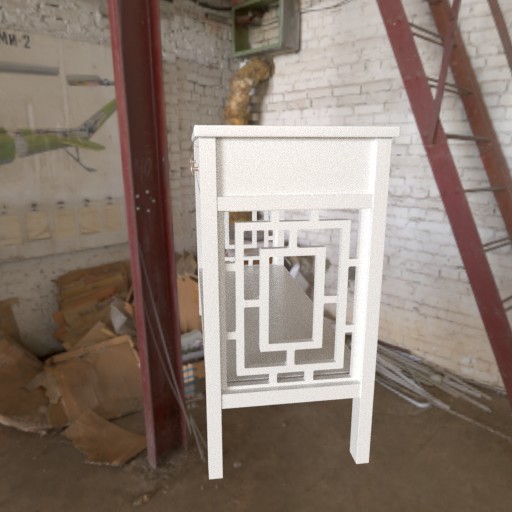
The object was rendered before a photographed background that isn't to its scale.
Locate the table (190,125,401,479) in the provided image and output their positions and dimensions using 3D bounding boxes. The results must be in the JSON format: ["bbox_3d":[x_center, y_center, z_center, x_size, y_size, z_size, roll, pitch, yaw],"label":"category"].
[{"bbox_3d":[0.000,0.000,1.411,0.397,0.753,1.068,-2,14,-8],"label":"table"}]
